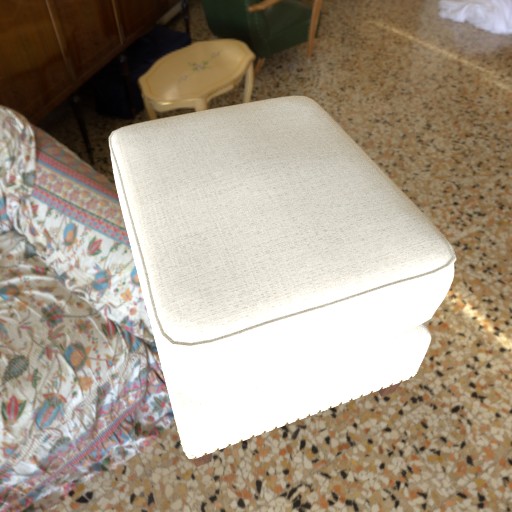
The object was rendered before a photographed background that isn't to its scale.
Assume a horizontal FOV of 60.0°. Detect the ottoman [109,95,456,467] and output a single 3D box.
[{"bbox_3d":[0.000,0.000,1.118,0.589,0.537,0.738,-15,49,-14],"label":"ottoman"}]
